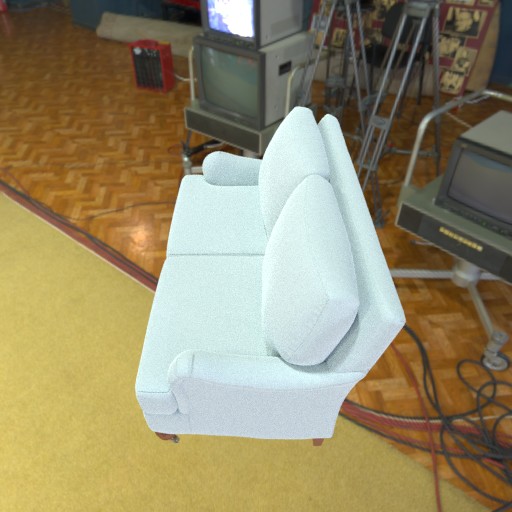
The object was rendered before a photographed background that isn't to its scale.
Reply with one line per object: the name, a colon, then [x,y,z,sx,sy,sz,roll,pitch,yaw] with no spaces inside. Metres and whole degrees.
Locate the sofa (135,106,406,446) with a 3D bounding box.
sofa: [0.000,0.000,2.553,1.084,1.101,1.853,0,41,0]
